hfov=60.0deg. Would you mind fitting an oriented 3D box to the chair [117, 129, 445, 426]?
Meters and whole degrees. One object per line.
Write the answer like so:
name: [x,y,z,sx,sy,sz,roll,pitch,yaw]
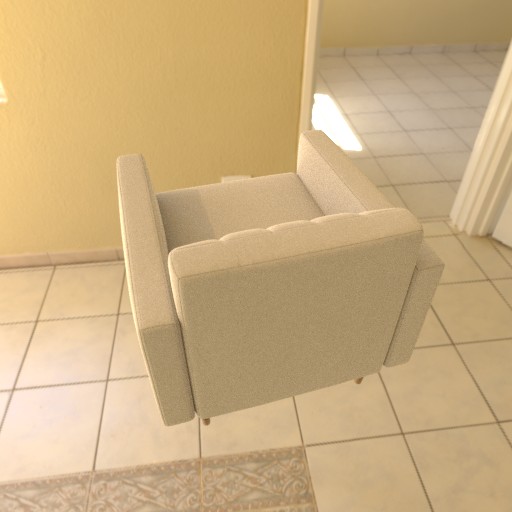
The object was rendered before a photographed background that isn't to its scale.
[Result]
chair: [0.000,0.000,1.708,0.953,0.819,0.998,-11,42,-12]
